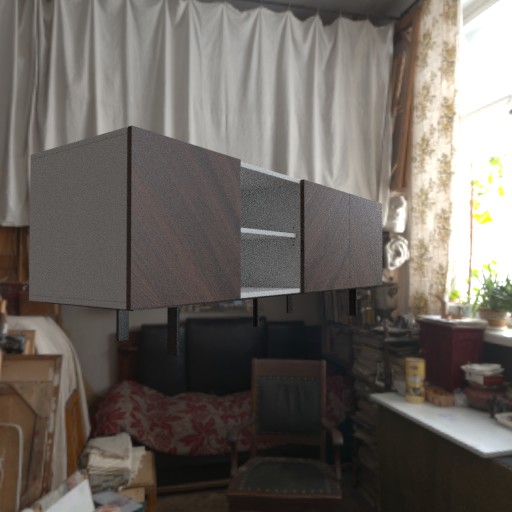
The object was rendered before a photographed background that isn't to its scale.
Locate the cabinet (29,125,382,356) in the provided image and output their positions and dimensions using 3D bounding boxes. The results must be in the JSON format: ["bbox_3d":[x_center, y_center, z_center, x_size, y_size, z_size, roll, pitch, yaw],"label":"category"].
[{"bbox_3d":[0.000,0.000,1.682,0.431,0.533,1.499,-1,-1,36],"label":"cabinet"}]
